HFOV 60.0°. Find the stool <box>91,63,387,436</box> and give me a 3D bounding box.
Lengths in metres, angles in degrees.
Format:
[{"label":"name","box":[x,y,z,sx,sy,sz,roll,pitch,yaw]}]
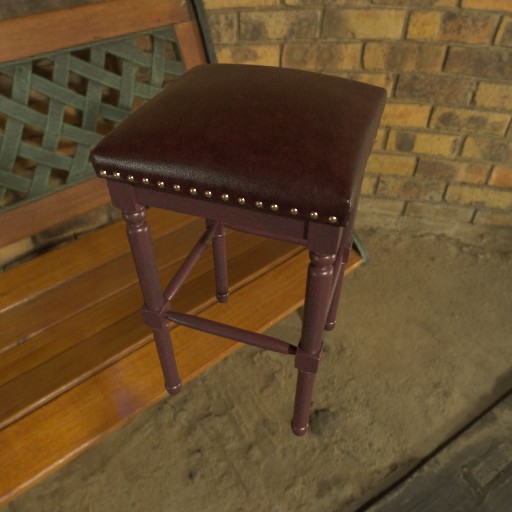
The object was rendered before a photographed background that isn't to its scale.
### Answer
[{"label":"stool","box":[0.000,0.000,0.922,0.383,0.702,0.382,13,44,14]}]
